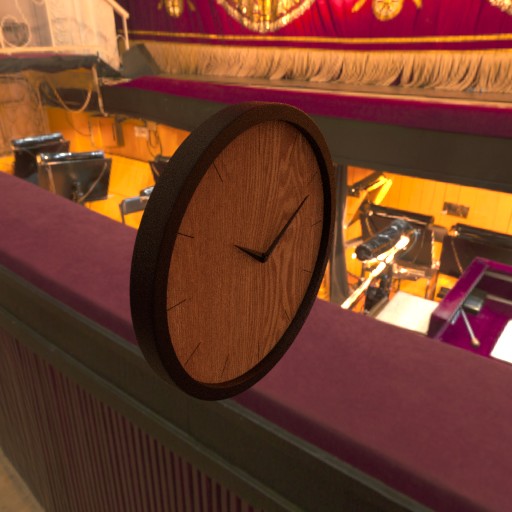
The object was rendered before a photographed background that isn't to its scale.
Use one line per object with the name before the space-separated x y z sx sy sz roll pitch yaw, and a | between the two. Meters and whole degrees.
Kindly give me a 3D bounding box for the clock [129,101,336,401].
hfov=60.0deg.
clock | 0.000 0.000 0.476 0.029 0.314 0.314 18 31 33
